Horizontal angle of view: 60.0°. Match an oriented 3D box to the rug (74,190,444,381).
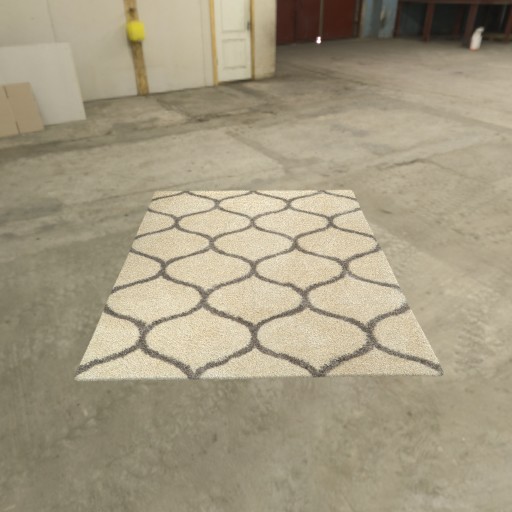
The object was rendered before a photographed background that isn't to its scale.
[{"bbox_3d":[0.000,0.000,4.125,2.399,0.026,3.000,-1,32,-1],"label":"rug"}]
